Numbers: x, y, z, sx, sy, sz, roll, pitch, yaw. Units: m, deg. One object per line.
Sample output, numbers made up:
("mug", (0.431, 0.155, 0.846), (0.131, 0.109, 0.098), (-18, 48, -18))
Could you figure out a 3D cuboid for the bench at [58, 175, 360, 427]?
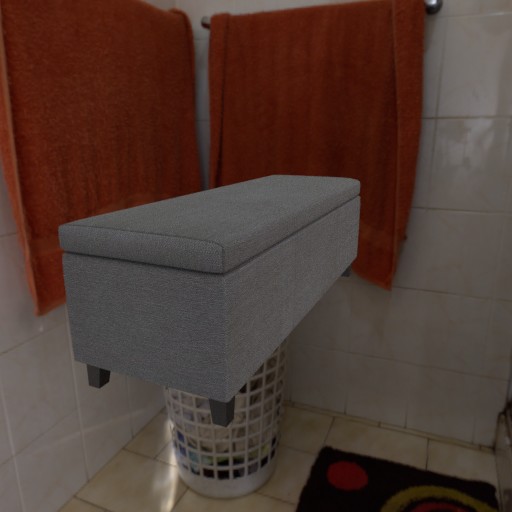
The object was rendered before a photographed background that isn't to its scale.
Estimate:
("bench", (0.000, 0.000, 1.523), (0.446, 0.438, 1.269), (7, 17, 24))
